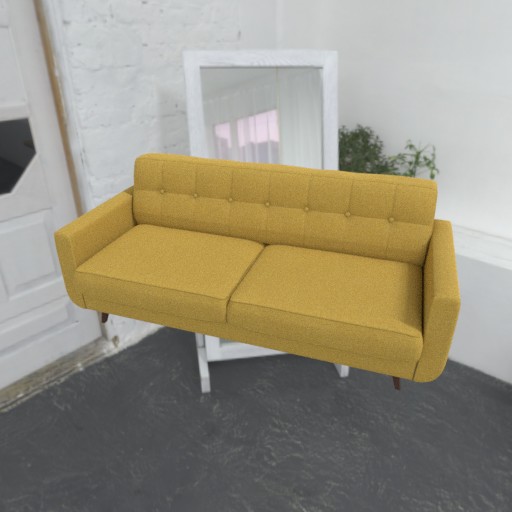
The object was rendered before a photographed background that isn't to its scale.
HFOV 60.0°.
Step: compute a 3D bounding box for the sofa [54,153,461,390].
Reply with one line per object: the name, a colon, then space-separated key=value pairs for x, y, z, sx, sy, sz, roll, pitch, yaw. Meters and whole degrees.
sofa: x=0.000 y=0.000 z=2.480 sx=2.029 sy=0.841 sz=0.909 roll=9 pitch=30 yaw=16
